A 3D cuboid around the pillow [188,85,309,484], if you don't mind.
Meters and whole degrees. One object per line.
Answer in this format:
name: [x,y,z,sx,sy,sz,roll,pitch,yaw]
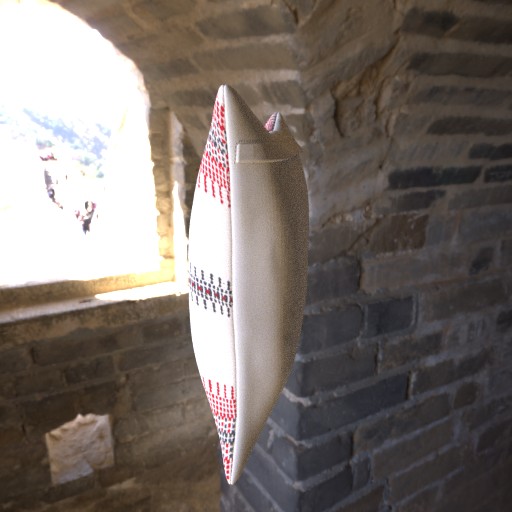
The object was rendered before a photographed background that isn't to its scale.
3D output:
pillow: [0.000,0.000,0.694,0.160,0.454,0.463,2,15,9]
